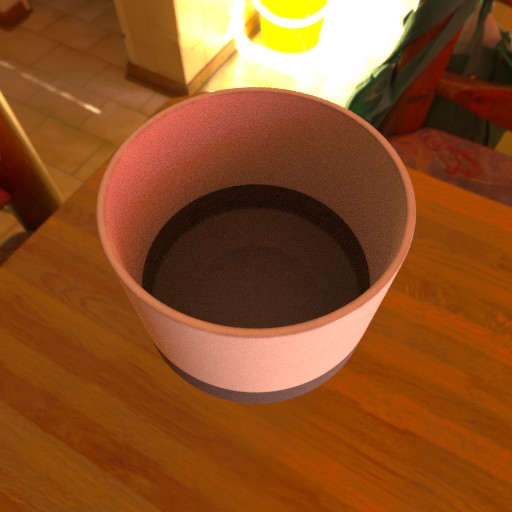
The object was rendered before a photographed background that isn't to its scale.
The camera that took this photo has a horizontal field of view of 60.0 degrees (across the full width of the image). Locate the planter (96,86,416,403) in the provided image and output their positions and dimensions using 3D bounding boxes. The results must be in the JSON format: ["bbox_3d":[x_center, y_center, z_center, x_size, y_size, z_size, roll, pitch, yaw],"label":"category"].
[{"bbox_3d":[0.000,0.000,0.225,0.128,0.105,0.128,0,58,0],"label":"planter"}]
